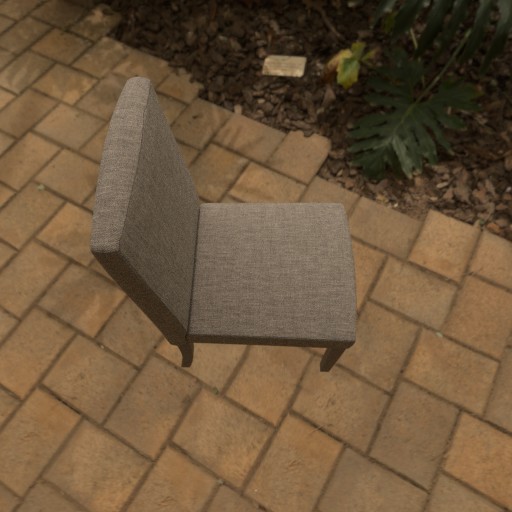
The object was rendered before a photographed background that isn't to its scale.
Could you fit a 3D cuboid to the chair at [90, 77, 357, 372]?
[{"bbox_3d":[0.000,0.000,1.243,0.580,0.917,0.451,1,62,1],"label":"chair"}]
